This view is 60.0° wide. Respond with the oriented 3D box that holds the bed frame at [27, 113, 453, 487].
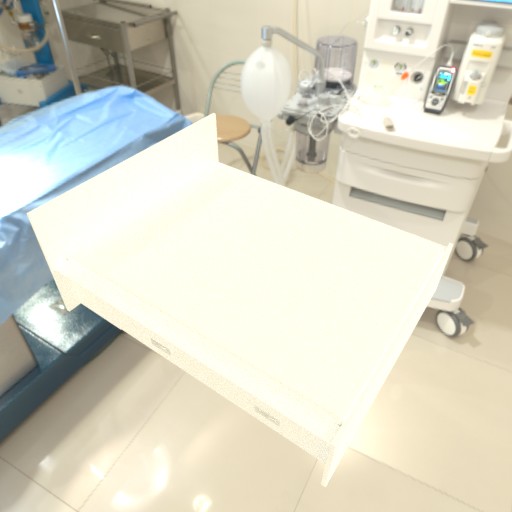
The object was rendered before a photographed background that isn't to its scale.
[{"bbox_3d":[0.000,0.000,2.785,1.960,0.800,1.622,25,47,26],"label":"bed frame"}]
